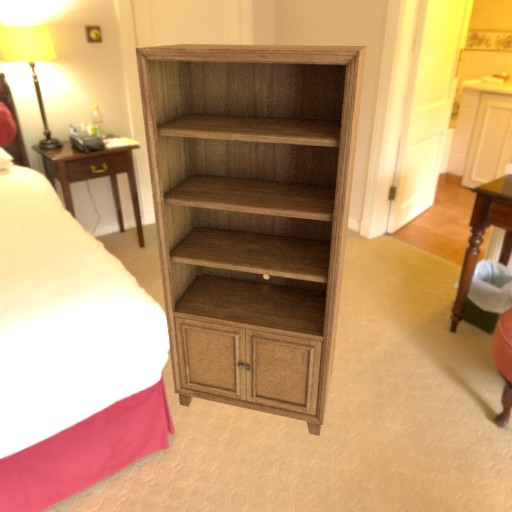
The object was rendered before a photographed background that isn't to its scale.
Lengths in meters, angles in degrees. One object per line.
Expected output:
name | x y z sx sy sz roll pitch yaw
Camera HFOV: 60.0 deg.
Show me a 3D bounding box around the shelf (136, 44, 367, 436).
shelf | 0.000 0.000 2.263 0.864 1.930 0.453 7 28 14
